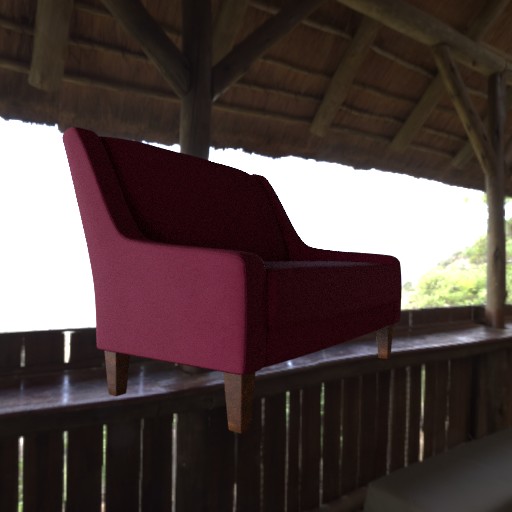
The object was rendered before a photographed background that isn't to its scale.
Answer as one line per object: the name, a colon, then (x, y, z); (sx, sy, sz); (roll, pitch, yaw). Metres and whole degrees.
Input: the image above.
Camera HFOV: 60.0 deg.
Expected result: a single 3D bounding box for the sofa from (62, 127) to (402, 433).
sofa: (0.000, 0.000, 1.898); (0.946, 0.976, 1.242); (0, 0, 36)
